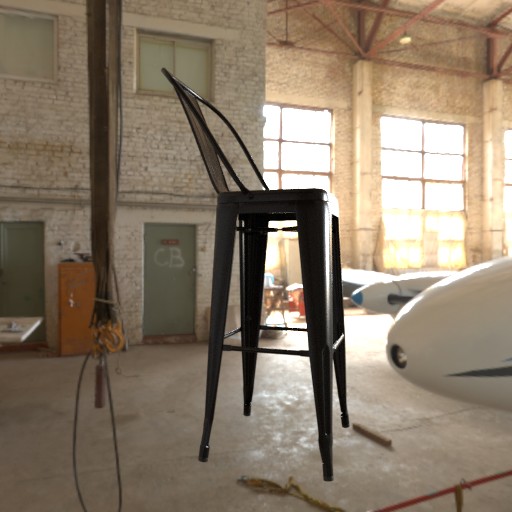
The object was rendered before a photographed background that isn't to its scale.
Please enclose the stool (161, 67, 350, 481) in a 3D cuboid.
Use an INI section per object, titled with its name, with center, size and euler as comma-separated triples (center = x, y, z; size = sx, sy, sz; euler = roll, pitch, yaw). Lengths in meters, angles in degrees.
[stool]
center = 0.000, 0.000, 1.321
size = 0.513, 1.096, 0.399
euler = 0, 0, 18
